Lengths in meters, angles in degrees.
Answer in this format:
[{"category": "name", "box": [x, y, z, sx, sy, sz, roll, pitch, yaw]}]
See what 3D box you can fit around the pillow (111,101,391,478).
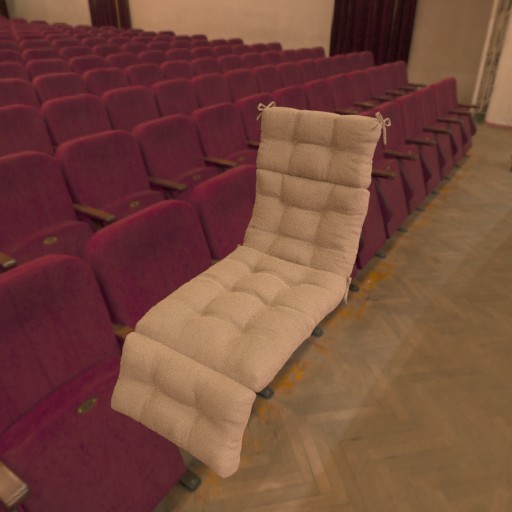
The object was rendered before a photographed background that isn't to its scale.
[{"category": "pillow", "box": [0.000, 0.000, 1.508, 0.526, 0.863, 1.016, 17, 32, 29]}]
